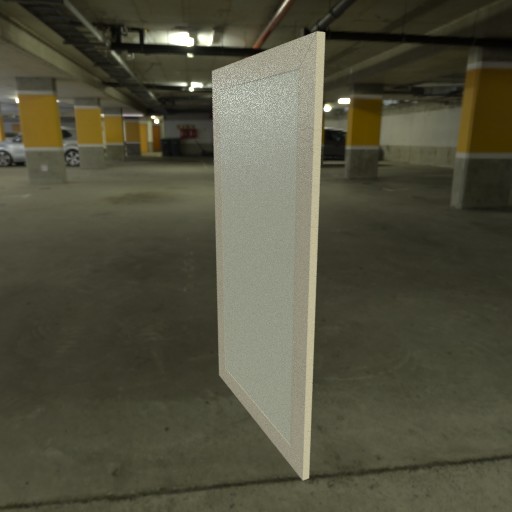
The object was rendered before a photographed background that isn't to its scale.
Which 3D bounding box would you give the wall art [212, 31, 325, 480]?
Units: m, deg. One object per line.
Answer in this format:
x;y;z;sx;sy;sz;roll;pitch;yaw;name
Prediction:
0.000;0.000;0.819;0.013;0.683;0.380;-7;16;-25;wall art
